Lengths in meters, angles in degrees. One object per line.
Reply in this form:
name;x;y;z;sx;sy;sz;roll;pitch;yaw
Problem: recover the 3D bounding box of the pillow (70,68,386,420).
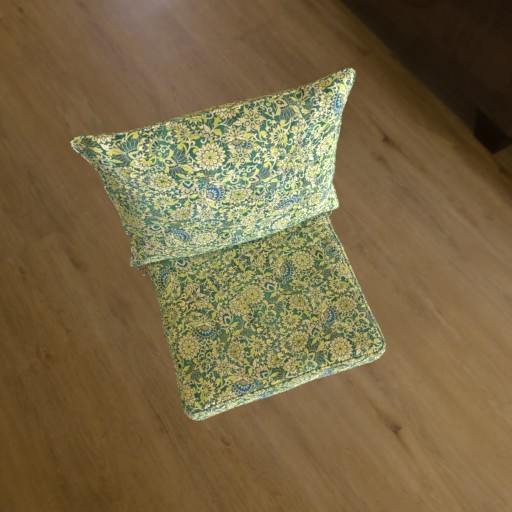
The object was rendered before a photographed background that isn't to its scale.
pillow;0.000;0.000;1.343;0.798;0.722;0.740;-17;66;-7
